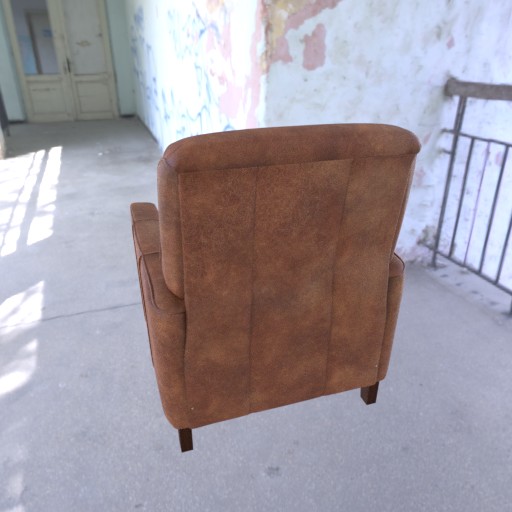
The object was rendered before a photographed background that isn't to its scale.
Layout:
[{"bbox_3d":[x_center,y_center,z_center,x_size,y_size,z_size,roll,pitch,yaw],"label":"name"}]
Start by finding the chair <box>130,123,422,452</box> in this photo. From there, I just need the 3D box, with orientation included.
[{"bbox_3d":[0.000,0.000,1.633,0.843,1.043,0.836,-8,27,-16],"label":"chair"}]
